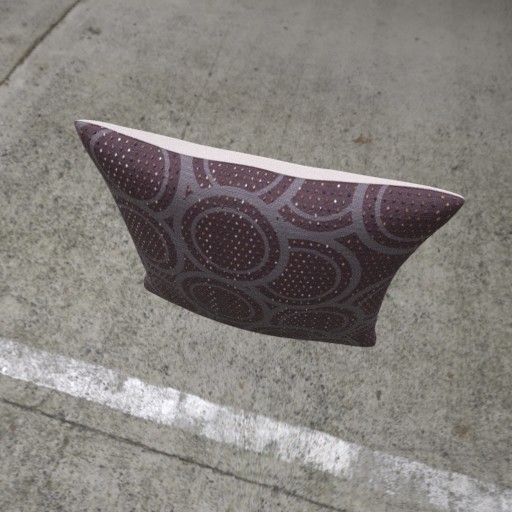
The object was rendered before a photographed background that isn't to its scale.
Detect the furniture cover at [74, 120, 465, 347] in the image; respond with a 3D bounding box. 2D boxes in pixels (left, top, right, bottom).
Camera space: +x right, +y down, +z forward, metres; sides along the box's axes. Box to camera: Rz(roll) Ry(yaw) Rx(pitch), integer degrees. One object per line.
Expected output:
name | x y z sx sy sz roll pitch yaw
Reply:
furniture cover | 0.000 0.000 0.813 0.552 0.509 0.193 13 59 8
